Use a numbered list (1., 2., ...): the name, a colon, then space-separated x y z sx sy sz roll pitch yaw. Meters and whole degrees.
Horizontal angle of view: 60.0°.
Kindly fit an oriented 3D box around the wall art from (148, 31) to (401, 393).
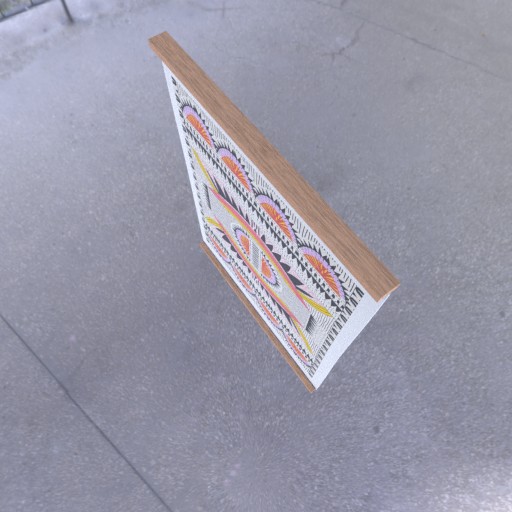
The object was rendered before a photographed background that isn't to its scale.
1. wall art: 0.000 0.000 0.791 0.028 0.609 0.456 -33 69 -15
